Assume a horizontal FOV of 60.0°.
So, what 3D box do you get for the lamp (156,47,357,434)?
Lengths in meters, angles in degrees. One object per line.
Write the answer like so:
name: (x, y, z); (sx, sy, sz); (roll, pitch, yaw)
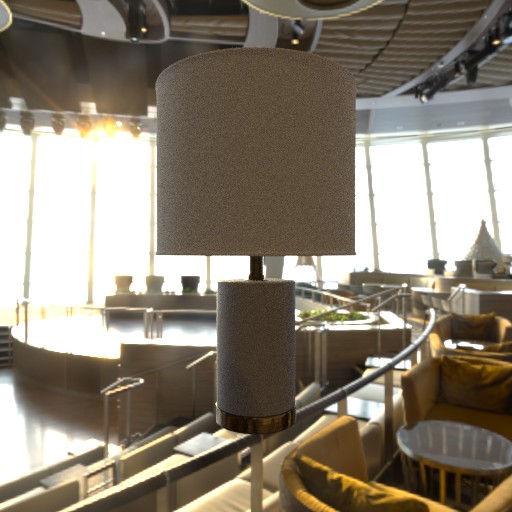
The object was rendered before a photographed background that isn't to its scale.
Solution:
lamp: (0.000, 0.000, 0.517); (0.229, 0.380, 0.229); (0, 0, 0)
